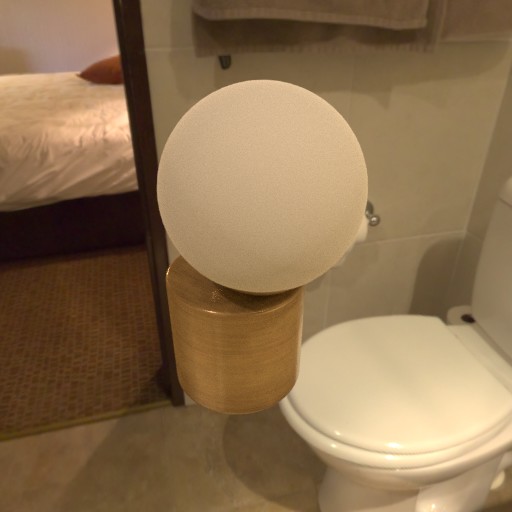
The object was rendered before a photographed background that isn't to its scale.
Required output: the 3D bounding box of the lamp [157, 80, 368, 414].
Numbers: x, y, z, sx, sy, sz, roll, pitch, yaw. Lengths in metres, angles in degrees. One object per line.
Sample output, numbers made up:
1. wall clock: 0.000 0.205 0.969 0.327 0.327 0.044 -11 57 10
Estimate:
1. lamp: 0.000 0.000 0.336 0.152 0.250 0.141 22 37 32
